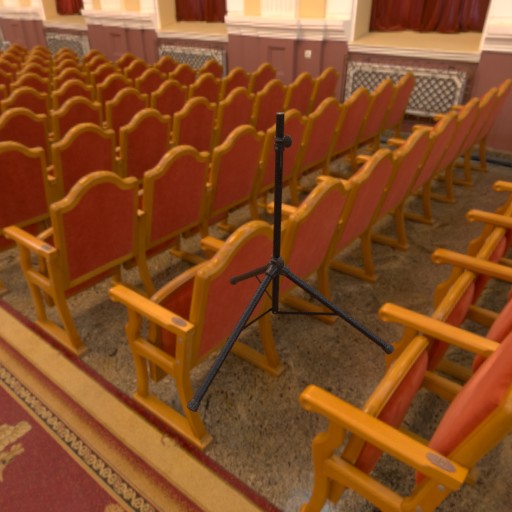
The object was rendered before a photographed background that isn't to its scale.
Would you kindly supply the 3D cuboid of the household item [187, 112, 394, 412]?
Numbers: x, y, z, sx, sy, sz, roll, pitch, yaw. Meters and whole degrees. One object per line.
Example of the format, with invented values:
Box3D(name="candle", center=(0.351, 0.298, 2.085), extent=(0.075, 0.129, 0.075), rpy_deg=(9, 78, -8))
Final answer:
Box3D(name="household item", center=(0.000, 0.000, 1.895), extent=(1.045, 1.136, 0.907), rpy_deg=(22, 37, 33))
